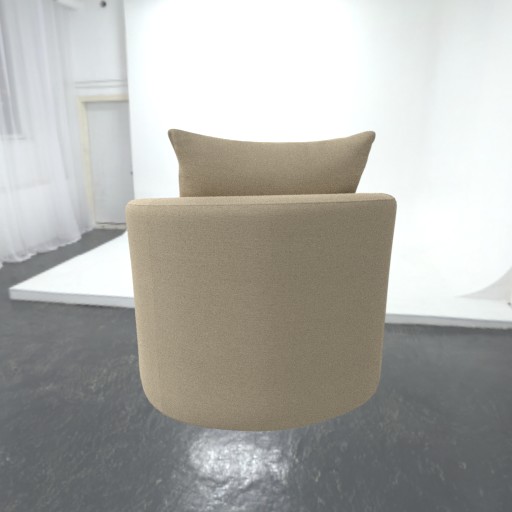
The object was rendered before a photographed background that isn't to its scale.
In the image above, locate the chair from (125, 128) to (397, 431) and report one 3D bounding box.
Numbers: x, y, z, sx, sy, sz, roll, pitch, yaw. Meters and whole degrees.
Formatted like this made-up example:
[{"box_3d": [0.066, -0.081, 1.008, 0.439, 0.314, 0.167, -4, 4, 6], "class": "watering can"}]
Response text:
[{"box_3d": [0.000, 0.000, 1.554, 0.845, 0.848, 0.910, -3, 15, -10], "class": "chair"}]
